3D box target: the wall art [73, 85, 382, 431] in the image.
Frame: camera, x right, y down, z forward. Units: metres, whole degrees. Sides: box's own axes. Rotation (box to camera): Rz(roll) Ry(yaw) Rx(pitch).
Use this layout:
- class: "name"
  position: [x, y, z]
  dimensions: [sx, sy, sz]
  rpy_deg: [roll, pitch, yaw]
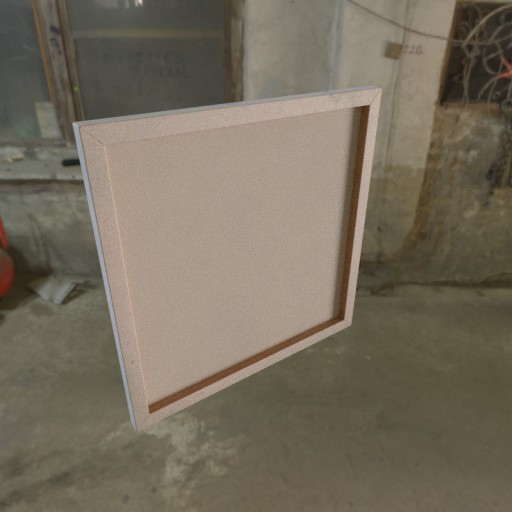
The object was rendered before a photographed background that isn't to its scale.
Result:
- class: "wall art"
  position: [0.000, 0.000, 1.140]
  dimensions: [0.762, 0.762, 0.038]
  rpy_deg: [-19, 34, -30]
